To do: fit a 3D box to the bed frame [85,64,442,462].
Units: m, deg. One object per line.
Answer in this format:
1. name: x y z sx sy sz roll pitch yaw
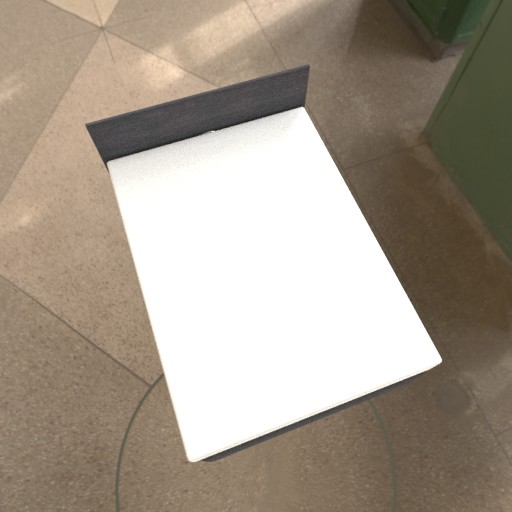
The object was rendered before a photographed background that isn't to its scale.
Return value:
1. bed frame: 0.000 0.000 2.627 1.400 0.800 1.900 -18 66 -9
